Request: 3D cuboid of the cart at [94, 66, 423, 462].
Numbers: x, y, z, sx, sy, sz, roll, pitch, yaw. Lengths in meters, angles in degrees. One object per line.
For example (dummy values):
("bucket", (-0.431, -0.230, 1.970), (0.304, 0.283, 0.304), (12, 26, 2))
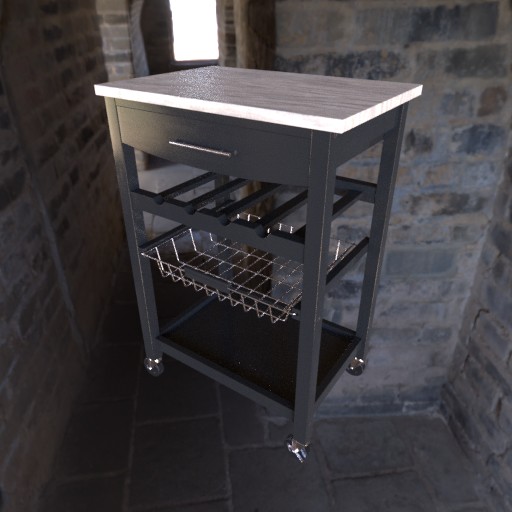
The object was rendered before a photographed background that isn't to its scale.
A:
("cart", (0.000, 0.000, 1.150), (0.584, 0.839, 0.403), (19, 35, 30))
